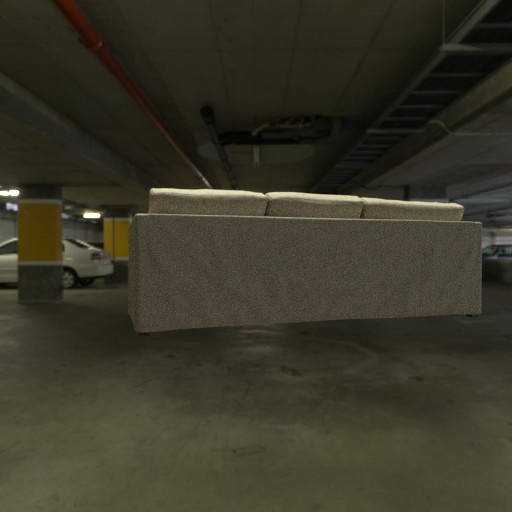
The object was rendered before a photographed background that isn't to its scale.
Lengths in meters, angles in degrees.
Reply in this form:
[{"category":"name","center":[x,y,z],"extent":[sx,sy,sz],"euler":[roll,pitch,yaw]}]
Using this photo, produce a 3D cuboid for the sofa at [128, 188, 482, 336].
[{"category":"sofa","center":[0.000,0.000,4.314],"extent":[2.432,0.871,3.182],"euler":[0,1,-18]}]
